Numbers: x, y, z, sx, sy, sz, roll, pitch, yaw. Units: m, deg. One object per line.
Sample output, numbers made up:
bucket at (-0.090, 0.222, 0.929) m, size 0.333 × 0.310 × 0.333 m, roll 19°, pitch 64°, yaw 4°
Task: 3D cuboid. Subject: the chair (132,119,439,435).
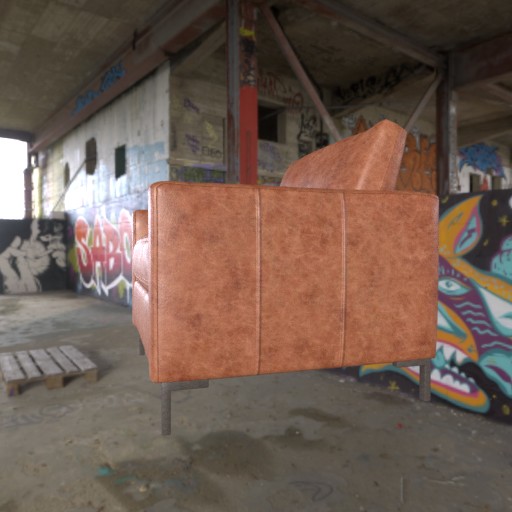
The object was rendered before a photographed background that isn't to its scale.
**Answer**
chair at (0.000, 0.000, 1.634) m, size 0.862 × 0.869 × 0.967 m, roll 0°, pitch 1°, yaw -18°
